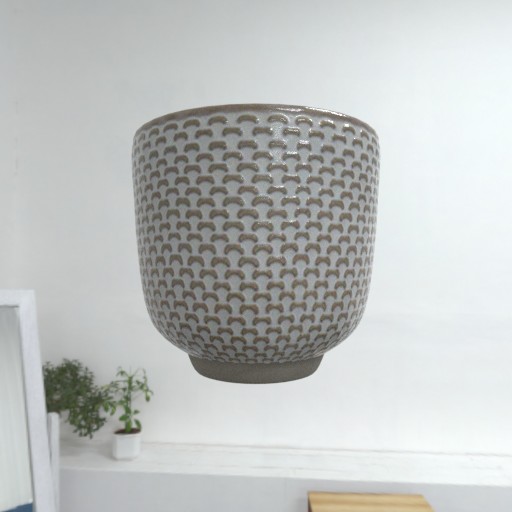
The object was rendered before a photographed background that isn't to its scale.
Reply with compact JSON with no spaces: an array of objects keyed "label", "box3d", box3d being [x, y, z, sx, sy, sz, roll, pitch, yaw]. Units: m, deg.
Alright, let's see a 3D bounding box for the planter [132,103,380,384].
[{"label":"planter","box3d":[0.000,0.000,0.256,0.139,0.130,0.139,0,-1,0]}]
